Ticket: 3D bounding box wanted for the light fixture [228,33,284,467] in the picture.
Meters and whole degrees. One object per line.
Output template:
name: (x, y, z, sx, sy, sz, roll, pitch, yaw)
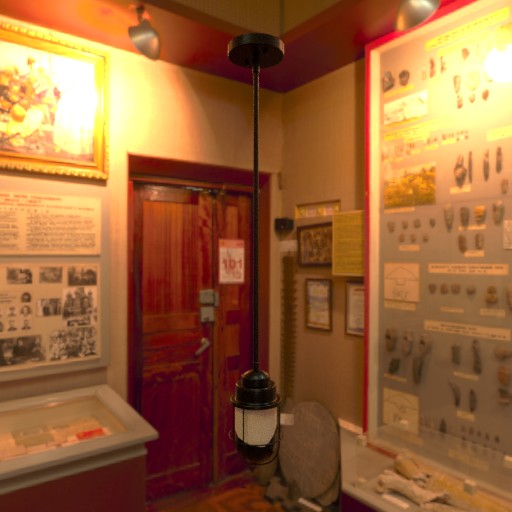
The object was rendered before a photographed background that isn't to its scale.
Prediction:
light fixture: (0.000, 0.000, 0.975, 0.123, 0.920, 0.123, 0, 0, -35)
